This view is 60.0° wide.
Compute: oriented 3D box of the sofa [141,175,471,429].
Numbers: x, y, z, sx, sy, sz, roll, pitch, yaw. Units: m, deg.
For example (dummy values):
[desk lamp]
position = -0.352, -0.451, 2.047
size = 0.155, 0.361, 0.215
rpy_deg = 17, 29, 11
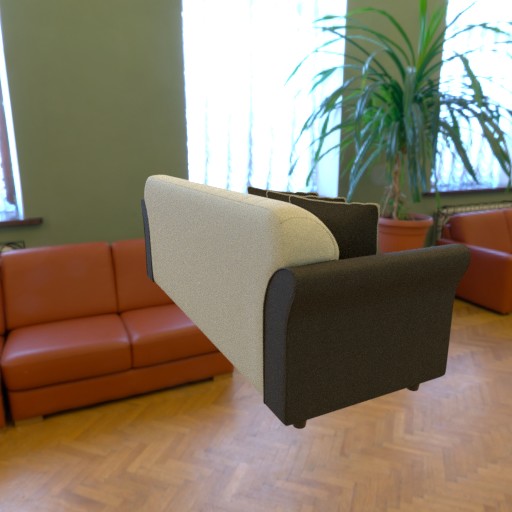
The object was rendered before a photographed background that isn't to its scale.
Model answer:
[sofa]
position = 0.000, 0.000, 2.361
size = 0.755, 0.787, 2.001
rpy_deg = -7, 16, -26
